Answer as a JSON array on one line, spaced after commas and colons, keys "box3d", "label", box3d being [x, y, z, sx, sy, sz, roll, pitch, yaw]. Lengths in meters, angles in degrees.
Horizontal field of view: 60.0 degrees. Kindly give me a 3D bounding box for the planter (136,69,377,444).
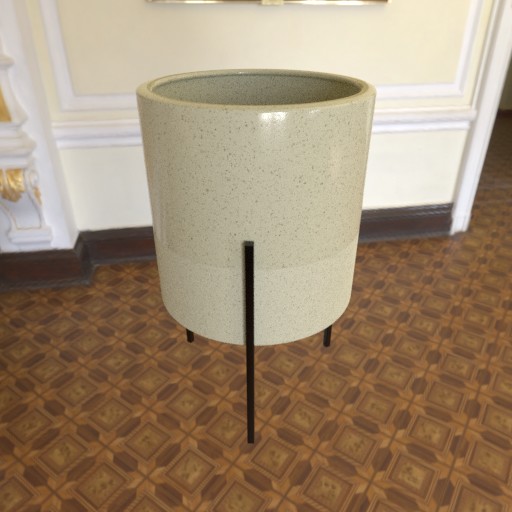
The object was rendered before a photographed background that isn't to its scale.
[{"box3d": [0.000, 0.000, 0.533, 0.234, 0.390, 0.243, 1, 30, 2], "label": "planter"}]
